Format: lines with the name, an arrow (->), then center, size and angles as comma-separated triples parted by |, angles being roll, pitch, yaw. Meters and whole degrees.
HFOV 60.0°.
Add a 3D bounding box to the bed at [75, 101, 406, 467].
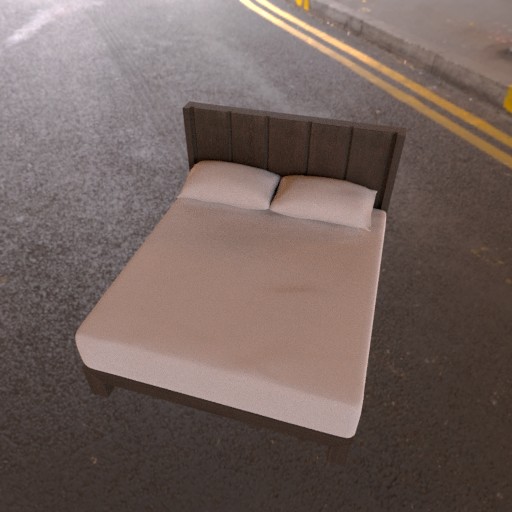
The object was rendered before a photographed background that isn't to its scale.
bed -> 0.000, 0.000, 3.140 | 1.735, 1.261, 1.992 | 11, 43, 12
